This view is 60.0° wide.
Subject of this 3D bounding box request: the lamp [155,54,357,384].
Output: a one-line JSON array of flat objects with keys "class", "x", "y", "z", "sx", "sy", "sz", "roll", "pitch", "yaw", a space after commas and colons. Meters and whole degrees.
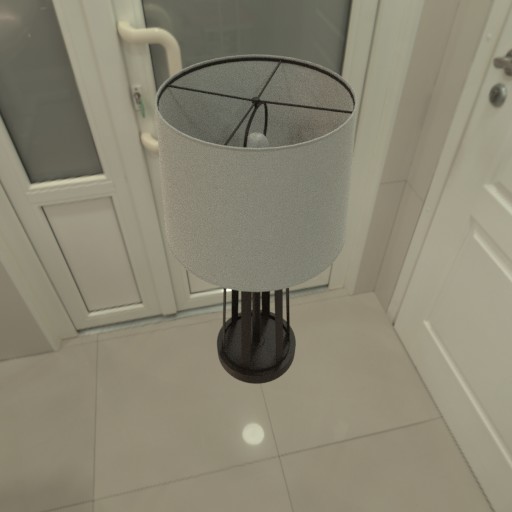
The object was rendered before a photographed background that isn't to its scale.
[{"class": "lamp", "x": 0.000, "y": 0.000, "z": 0.669, "sx": 0.251, "sy": 0.509, "sz": 0.251, "roll": 0, "pitch": 46, "yaw": 0}]
